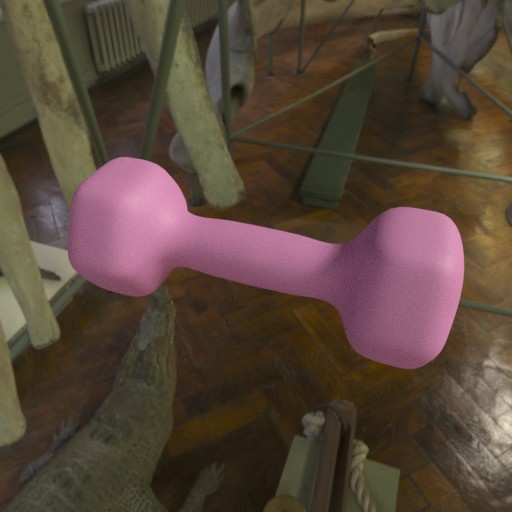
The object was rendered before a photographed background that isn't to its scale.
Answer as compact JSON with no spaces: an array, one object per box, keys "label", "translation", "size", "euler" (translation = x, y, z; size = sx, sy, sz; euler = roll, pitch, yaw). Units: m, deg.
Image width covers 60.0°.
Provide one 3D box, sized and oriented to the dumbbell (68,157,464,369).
[{"label":"dumbbell","translation":[0.000,0.000,0.188],"size":[0.159,0.058,0.064],"euler":[13,42,15]}]
